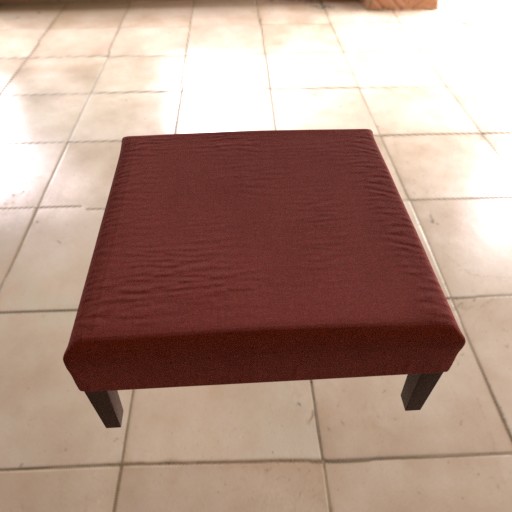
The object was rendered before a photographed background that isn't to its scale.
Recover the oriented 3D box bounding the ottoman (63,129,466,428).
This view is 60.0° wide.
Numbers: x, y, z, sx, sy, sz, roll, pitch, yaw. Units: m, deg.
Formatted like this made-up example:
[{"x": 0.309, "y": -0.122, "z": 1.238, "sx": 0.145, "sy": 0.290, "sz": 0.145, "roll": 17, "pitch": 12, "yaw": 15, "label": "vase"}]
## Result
[{"x": 0.000, "y": 0.000, "z": 1.379, "sx": 0.890, "sy": 0.411, "sz": 0.889, "roll": -2, "pitch": 46, "yaw": -2, "label": "ottoman"}]
